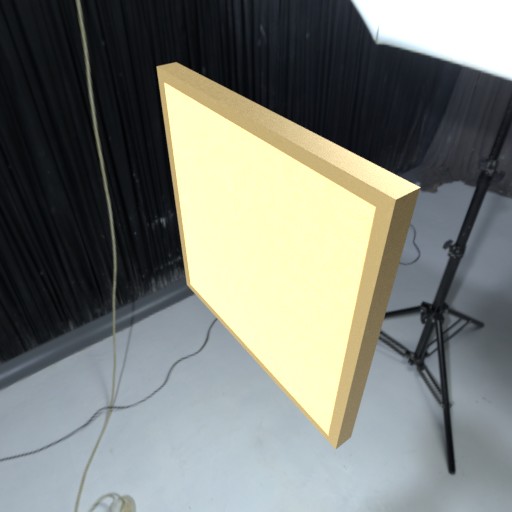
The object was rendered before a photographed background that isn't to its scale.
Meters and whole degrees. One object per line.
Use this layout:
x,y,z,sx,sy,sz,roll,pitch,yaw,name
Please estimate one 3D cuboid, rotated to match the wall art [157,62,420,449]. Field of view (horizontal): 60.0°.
0.000,0.000,1.924,0.095,1.284,1.284,-26,47,-27,wall art
